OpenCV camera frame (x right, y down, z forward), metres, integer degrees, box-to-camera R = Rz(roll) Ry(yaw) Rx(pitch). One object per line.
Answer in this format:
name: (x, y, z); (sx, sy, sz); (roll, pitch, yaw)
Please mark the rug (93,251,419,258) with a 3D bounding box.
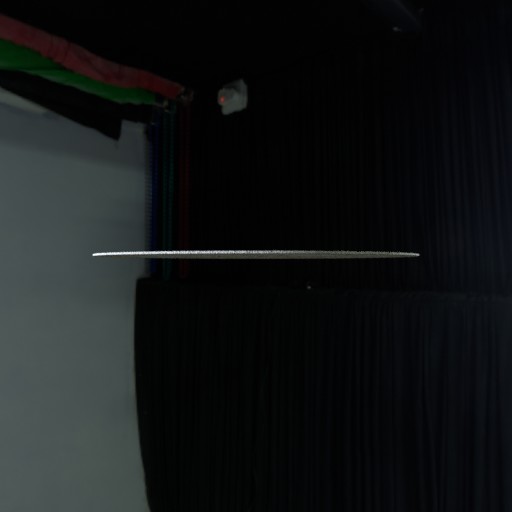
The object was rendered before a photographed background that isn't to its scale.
rug: (0.000, 0.000, 2.311); (1.598, 0.010, 1.598); (0, -1, 0)
